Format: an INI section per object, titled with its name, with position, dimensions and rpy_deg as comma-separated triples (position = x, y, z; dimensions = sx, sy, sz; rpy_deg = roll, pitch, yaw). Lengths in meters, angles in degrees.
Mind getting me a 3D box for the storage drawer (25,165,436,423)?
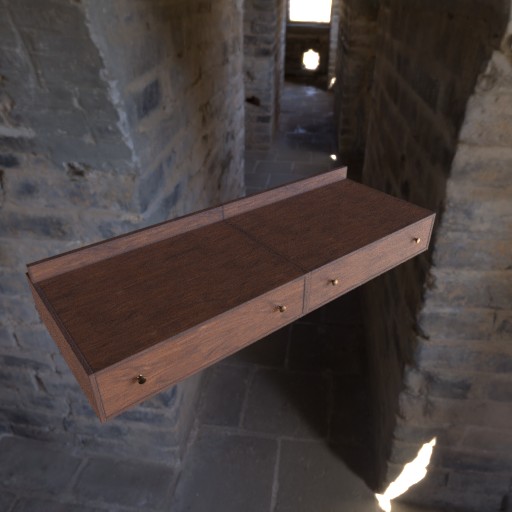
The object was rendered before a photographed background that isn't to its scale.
[storage drawer]
position = 0.000, 0.000, 2.196
dimensions = 1.914, 0.339, 0.774
rpy_deg = -22, 38, -32
